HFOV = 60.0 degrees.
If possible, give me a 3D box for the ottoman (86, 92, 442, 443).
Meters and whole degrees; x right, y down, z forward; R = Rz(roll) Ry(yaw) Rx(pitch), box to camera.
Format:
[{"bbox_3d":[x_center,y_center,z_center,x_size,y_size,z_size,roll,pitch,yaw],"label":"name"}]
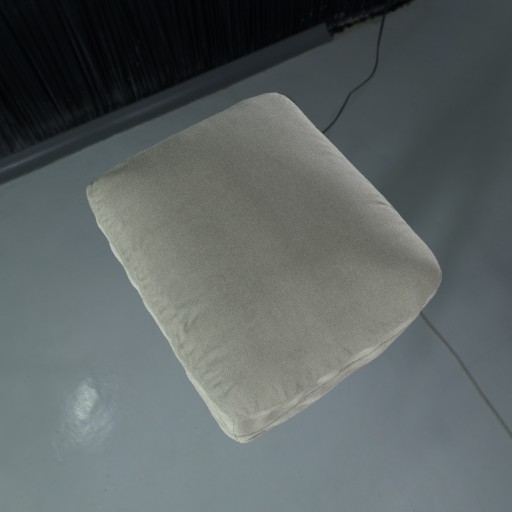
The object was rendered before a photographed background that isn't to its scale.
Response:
[{"bbox_3d":[0.000,0.000,1.111,0.584,0.480,0.712,-31,68,-14],"label":"ottoman"}]
